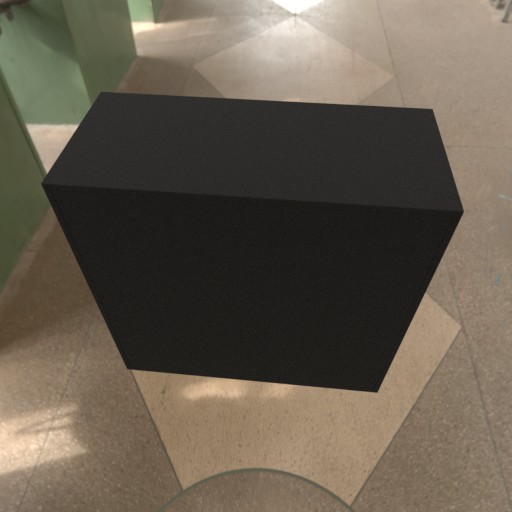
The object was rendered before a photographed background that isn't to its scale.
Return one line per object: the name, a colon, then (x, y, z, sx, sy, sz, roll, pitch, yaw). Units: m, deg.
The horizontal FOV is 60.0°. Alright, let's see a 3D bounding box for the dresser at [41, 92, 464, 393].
dresser: (0.000, 0.000, 1.168, 0.750, 0.720, 0.360, 4, 49, 4)
